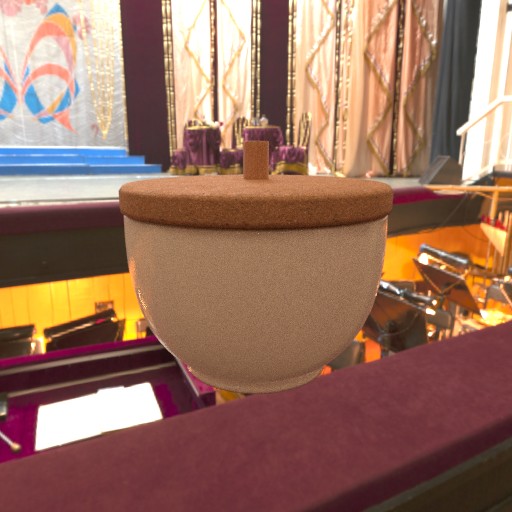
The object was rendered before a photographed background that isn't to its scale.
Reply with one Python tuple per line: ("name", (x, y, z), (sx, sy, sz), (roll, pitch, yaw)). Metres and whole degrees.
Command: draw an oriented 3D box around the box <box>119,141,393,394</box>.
("box", (0.000, 0.000, 0.187), (0.107, 0.094, 0.107), (0, 13, 0))
